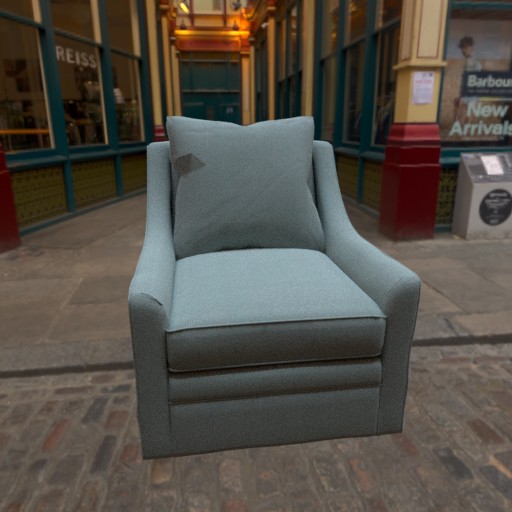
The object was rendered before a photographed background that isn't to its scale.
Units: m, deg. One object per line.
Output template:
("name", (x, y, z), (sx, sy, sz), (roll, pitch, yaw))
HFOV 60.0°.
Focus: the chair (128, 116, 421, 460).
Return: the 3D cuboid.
("chair", (0.000, 0.000, 1.530), (0.760, 0.926, 0.870), (-3, 17, -8))
